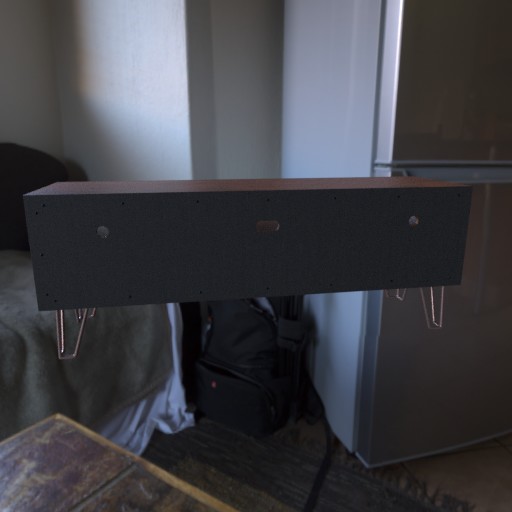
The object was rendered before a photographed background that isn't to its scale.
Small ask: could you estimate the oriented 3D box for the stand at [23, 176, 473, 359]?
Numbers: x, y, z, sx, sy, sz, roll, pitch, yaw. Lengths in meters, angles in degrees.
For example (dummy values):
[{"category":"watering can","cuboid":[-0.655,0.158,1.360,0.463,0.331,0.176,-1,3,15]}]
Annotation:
[{"category":"stand","cuboid":[0.000,0.000,1.885,1.626,0.610,0.481,-3,15,-10]}]
